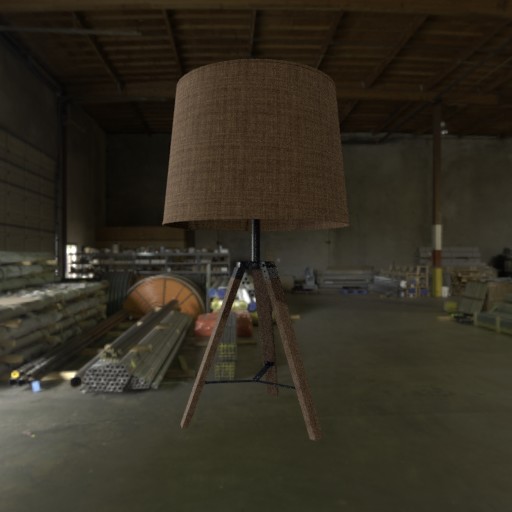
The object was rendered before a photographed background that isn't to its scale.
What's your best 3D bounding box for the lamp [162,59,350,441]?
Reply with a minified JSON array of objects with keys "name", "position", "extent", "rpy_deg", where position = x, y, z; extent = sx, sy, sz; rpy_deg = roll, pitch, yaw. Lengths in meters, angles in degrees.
[{"name":"lamp","position":[0.000,0.000,0.701],"extent":[0.290,0.514,0.290],"rpy_deg":[0,0,0]}]
